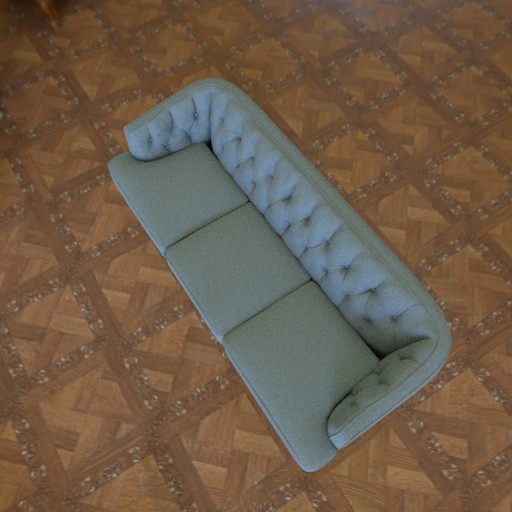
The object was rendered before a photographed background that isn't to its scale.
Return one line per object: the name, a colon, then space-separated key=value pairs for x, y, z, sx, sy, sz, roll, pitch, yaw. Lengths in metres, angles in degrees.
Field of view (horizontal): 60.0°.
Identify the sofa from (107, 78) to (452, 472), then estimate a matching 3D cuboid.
sofa: x=0.000 y=0.000 z=2.683 sx=0.941 sy=0.855 sz=2.278 roll=-31 pitch=67 yaw=-15
